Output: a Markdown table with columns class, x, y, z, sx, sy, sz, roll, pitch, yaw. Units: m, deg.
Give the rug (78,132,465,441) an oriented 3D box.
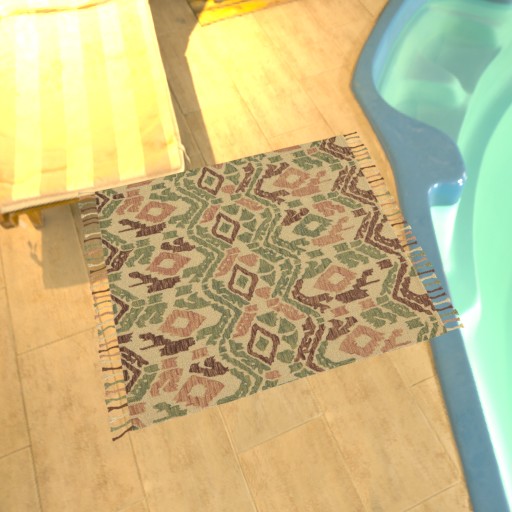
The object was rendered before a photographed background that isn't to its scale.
| class | x | y | z | sx | sy | sz | roll | pitch | yaw |
| --- | --- | --- | --- | --- | --- | --- | --- | --- | --- |
| rug | 0.000 | 0.000 | 4.130 | 3.048 | 0.010 | 2.438 | -15 | 62 | -8 |
